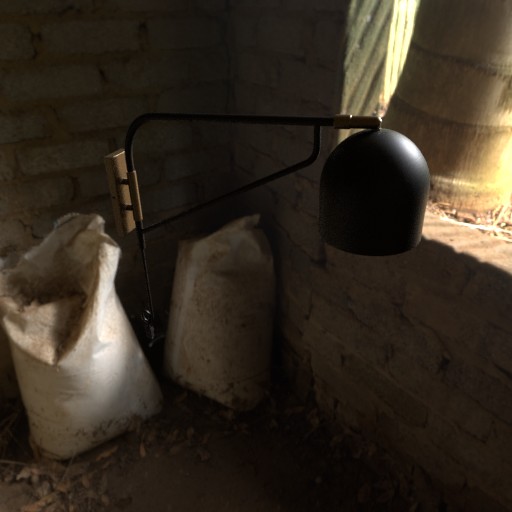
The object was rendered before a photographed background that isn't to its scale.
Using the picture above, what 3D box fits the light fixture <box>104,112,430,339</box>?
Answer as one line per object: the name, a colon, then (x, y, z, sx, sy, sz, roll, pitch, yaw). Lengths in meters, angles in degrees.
light fixture: (0.000, 0.000, 1.072, 0.720, 0.696, 0.215, 9, 32, 16)
